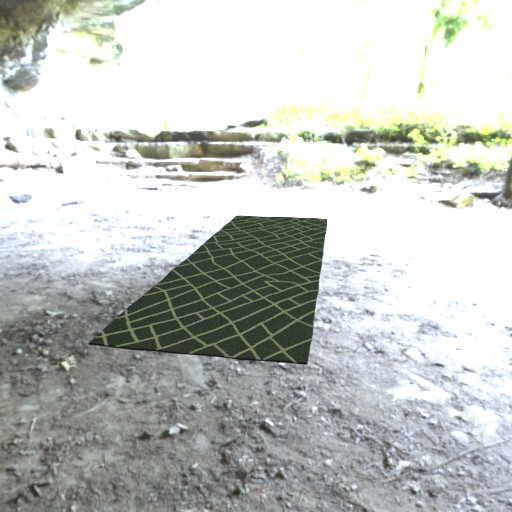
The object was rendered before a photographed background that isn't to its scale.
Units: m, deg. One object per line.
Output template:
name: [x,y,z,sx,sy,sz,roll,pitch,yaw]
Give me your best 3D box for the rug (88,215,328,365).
rug: [0.000,0.000,2.694,0.807,0.010,2.476,3,17,10]
